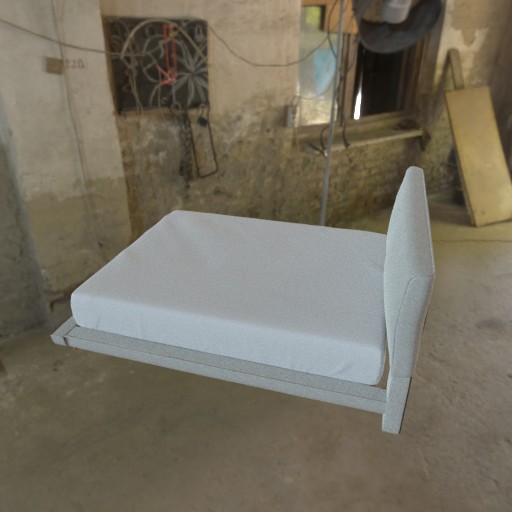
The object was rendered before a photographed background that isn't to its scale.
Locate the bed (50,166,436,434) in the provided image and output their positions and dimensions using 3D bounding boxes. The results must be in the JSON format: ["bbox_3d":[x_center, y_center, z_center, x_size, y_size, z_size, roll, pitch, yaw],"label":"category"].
[{"bbox_3d":[0.000,0.000,3.545,2.498,1.126,1.980,8,29,15],"label":"bed"}]
